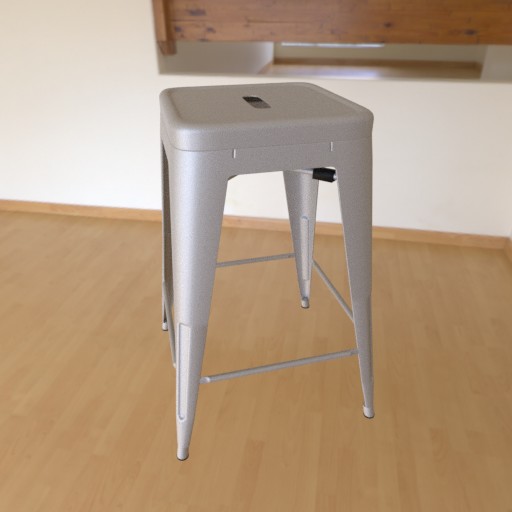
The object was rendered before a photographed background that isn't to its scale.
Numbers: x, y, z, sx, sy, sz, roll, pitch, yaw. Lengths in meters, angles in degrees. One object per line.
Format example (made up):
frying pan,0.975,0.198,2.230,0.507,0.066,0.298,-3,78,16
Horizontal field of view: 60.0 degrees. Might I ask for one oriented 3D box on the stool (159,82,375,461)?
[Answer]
stool,0.000,0.000,0.893,0.410,0.608,0.410,-7,31,-12
